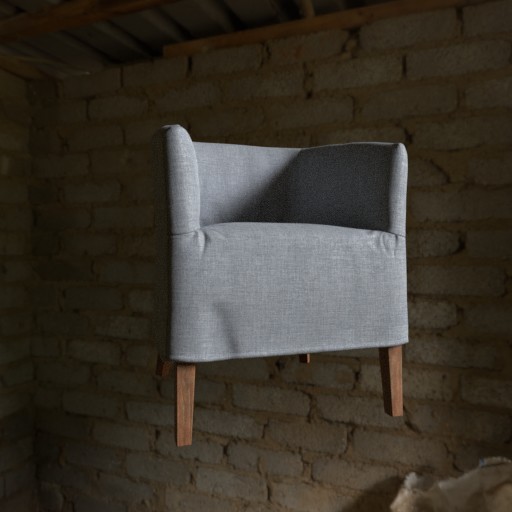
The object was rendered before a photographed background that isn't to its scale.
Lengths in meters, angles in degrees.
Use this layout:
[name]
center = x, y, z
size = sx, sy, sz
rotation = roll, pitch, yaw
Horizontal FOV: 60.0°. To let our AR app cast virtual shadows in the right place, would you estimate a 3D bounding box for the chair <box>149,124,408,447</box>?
[chair]
center = 0.000, 0.000, 1.291
size = 0.600, 0.771, 0.668
rotation = 0, 1, -18
